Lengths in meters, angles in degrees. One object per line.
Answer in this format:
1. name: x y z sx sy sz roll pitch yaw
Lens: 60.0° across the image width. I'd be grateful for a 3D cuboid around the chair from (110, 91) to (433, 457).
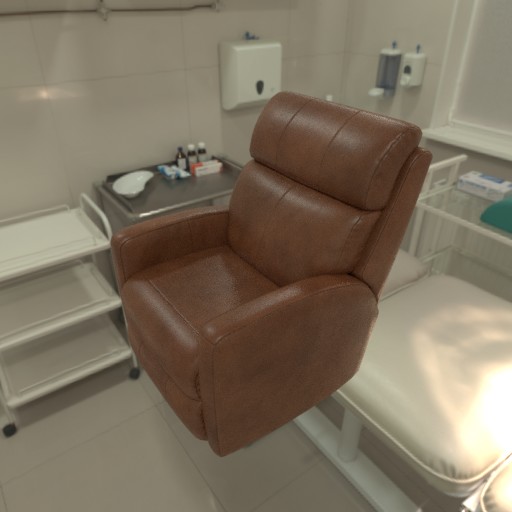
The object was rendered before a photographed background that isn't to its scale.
1. chair: 0.000 0.000 1.674 0.939 1.016 0.787 -21 37 -30
